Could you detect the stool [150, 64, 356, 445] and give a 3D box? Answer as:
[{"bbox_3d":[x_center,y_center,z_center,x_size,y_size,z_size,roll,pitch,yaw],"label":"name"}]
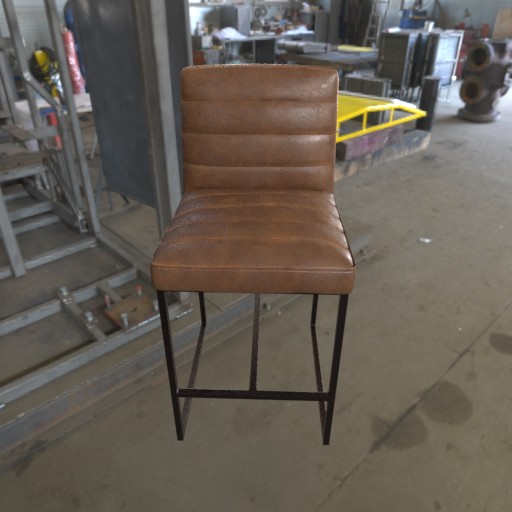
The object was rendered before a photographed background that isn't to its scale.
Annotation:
[{"bbox_3d":[0.000,0.000,1.257,0.463,0.942,0.562,1,31,2],"label":"stool"}]
